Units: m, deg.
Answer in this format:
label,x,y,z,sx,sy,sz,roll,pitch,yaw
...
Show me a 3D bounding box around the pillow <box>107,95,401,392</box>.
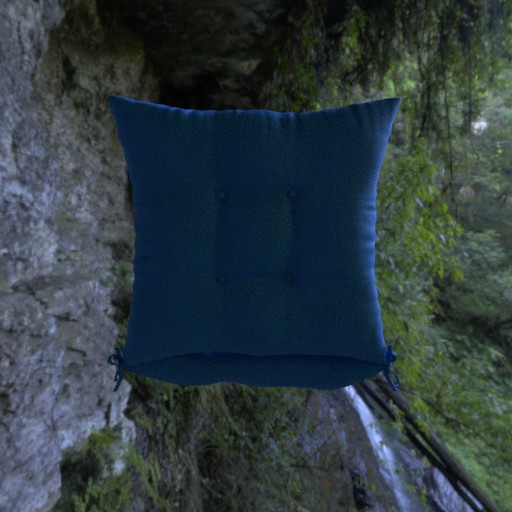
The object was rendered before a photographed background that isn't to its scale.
label,x,y,z,sx,sy,sz,roll,pitch,yaw
pillow,0.000,0.000,0.994,0.541,0.536,0.585,0,-2,0
